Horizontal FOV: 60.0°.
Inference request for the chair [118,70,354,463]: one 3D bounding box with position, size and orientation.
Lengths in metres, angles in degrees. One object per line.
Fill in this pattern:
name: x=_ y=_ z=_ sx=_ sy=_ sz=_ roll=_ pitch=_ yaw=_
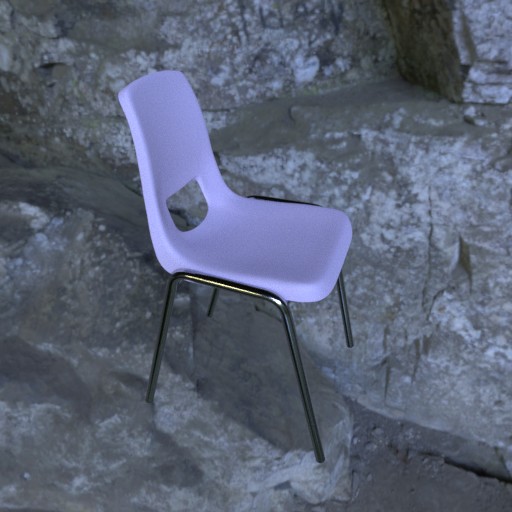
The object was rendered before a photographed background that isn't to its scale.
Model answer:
chair: x=0.000 y=0.000 z=0.943 sx=0.436 sy=0.704 sz=0.381 roll=11 pitch=33 yaw=17
